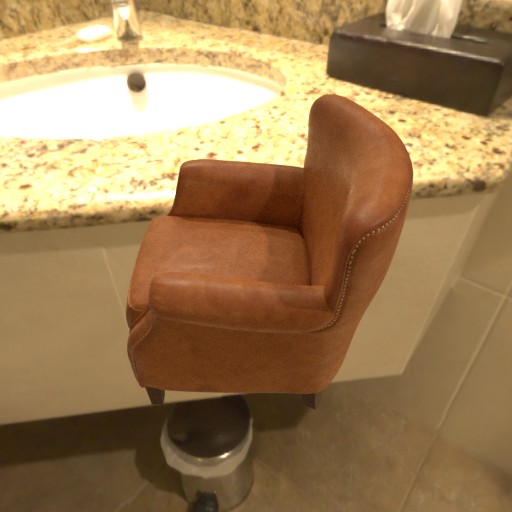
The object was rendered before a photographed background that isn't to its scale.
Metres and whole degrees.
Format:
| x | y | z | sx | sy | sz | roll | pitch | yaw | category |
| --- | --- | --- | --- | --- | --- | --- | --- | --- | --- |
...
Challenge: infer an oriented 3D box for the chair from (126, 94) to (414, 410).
| x | y | z | sx | sy | sz | roll | pitch | yaw | category |
| --- | --- | --- | --- | --- | --- | --- | --- | --- | --- |
| 0.000 | 0.000 | 1.642 | 0.921 | 0.936 | 0.861 | 0 | 41 | 0 | chair |
